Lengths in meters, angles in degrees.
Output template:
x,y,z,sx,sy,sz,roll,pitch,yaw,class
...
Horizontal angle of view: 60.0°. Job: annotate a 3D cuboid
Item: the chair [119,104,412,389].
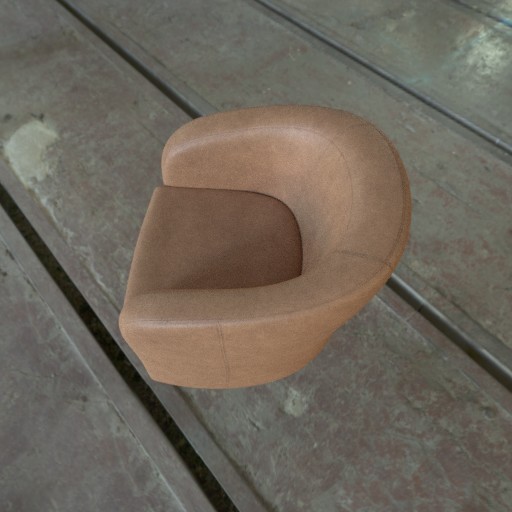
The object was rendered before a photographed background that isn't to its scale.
x,y,z,sx,sy,sz,roll,pitch,yaw,class
0.000,0.000,1.481,0.815,0.771,0.791,3,57,2,chair
